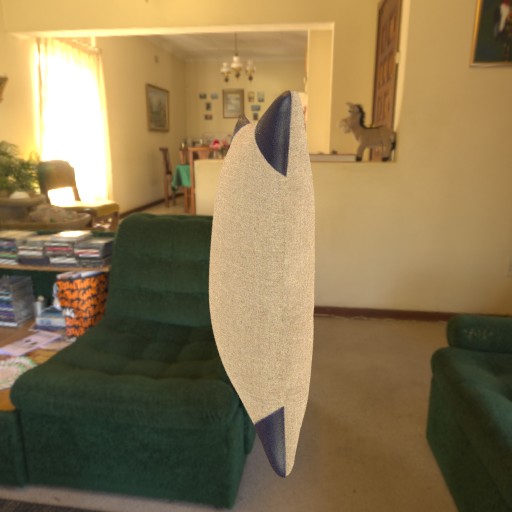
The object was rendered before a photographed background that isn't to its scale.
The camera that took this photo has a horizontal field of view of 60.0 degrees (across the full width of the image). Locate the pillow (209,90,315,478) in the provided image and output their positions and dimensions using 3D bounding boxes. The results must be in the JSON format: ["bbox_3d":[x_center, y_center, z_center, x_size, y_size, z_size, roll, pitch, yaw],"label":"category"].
[{"bbox_3d":[0.000,0.000,0.683,0.147,0.441,0.440,-2,15,-9],"label":"pillow"}]
